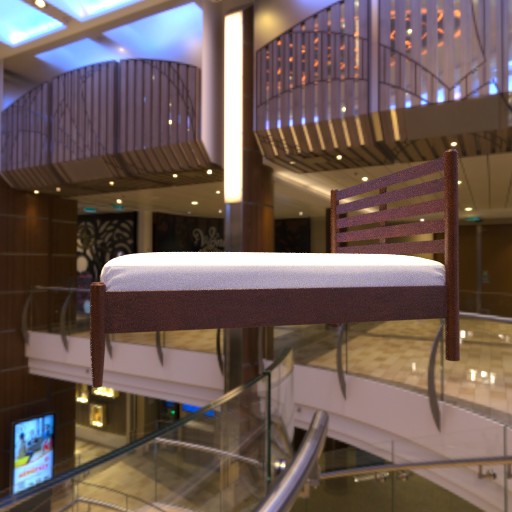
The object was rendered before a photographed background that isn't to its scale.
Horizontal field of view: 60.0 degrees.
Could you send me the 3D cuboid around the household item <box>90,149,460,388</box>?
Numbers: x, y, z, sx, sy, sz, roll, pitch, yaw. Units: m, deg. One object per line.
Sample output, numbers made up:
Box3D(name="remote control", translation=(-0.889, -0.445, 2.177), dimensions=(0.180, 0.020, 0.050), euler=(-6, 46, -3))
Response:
Box3D(name="household item", translation=(0.000, 0.000, 3.286), dimensions=(2.232, 1.356, 1.663), euler=(0, -1, -18))
